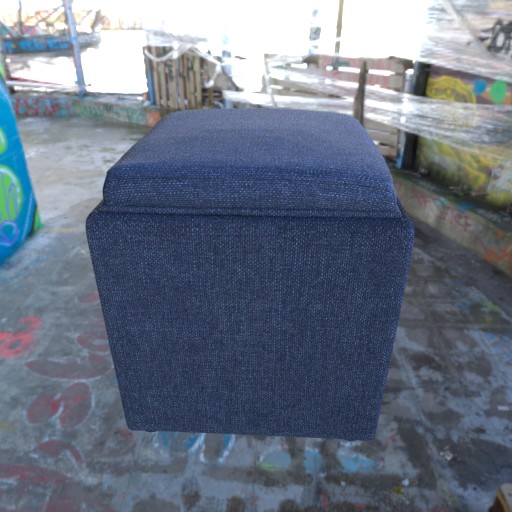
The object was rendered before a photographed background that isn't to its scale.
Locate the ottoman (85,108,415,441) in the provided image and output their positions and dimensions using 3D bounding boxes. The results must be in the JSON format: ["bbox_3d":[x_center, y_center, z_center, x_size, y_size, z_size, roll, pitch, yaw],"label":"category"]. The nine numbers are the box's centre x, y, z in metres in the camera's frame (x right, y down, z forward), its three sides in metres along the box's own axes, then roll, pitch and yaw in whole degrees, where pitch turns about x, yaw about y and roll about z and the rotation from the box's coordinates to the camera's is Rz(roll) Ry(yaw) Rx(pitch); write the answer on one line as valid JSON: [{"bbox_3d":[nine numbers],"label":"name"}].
[{"bbox_3d":[0.000,0.000,0.849,0.436,0.493,0.454,1,30,3],"label":"ottoman"}]
